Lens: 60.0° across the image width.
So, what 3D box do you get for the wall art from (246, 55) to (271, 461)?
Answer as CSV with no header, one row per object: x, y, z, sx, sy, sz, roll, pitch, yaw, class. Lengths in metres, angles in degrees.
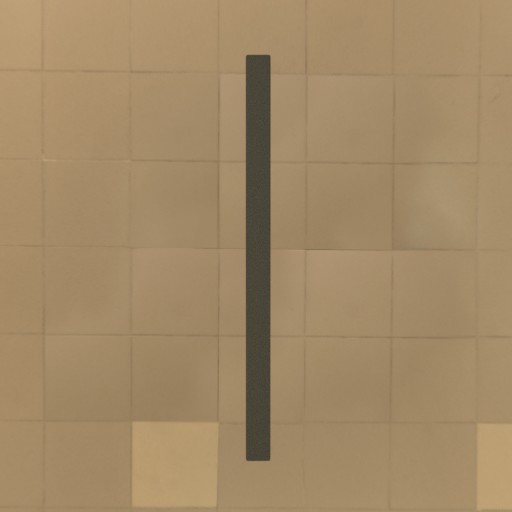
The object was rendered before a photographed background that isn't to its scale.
0.000,0.000,0.776,0.028,0.558,0.457,0,91,-1,wall art
